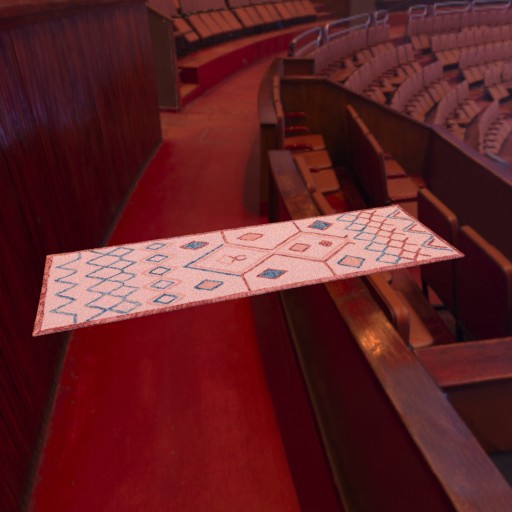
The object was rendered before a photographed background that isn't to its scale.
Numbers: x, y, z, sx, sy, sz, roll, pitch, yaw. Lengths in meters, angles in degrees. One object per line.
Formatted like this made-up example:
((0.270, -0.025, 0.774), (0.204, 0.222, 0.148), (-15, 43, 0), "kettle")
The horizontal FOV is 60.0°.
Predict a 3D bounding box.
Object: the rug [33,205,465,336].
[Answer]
((0.000, 0.000, 2.696), (2.435, 0.011, 0.750), (-9, 33, -14), "rug")
